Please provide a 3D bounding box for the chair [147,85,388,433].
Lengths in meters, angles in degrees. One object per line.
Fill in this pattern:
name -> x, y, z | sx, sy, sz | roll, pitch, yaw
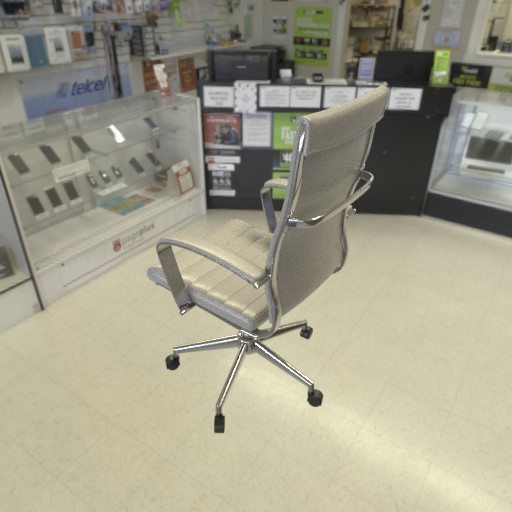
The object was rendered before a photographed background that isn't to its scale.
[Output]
chair -> 0.000, 0.000, 1.570 | 0.667, 1.149, 0.679 | 21, 38, 31
